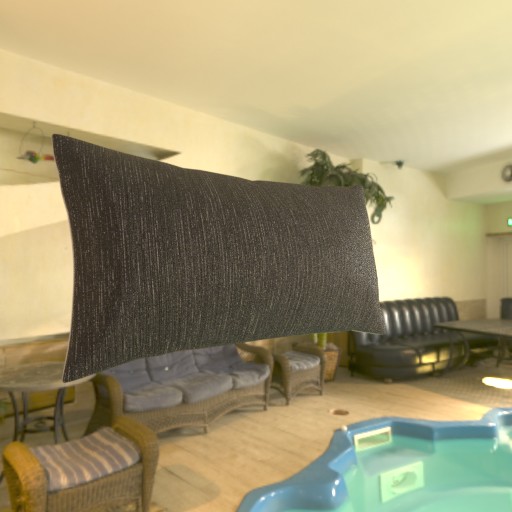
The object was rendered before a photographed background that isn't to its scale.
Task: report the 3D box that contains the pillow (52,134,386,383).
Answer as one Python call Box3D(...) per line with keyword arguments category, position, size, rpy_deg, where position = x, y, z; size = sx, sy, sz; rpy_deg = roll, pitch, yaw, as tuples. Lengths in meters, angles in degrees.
Box3D(category="pillow", position=(0.000, 0.000, 0.721), size=(0.608, 0.305, 0.156), rpy_deg=(1, -1, -37))
